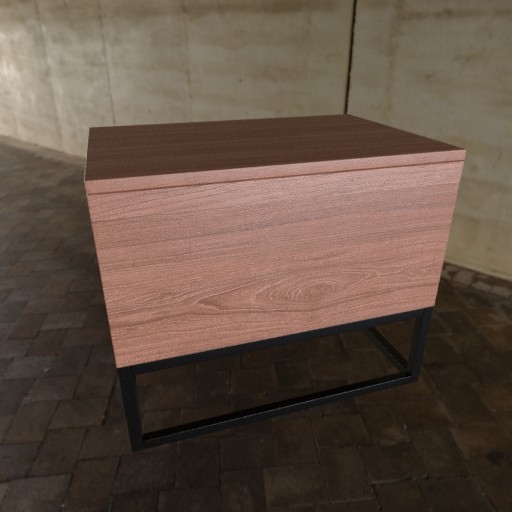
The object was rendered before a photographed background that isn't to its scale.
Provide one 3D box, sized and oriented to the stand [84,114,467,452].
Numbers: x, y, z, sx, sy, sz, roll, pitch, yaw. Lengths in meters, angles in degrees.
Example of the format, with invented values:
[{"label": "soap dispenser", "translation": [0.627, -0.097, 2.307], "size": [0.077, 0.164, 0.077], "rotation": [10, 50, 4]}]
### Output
[{"label": "stand", "translation": [0.000, 0.000, 0.942], "size": [0.600, 0.500, 0.420], "rotation": [-8, 27, -16]}]
